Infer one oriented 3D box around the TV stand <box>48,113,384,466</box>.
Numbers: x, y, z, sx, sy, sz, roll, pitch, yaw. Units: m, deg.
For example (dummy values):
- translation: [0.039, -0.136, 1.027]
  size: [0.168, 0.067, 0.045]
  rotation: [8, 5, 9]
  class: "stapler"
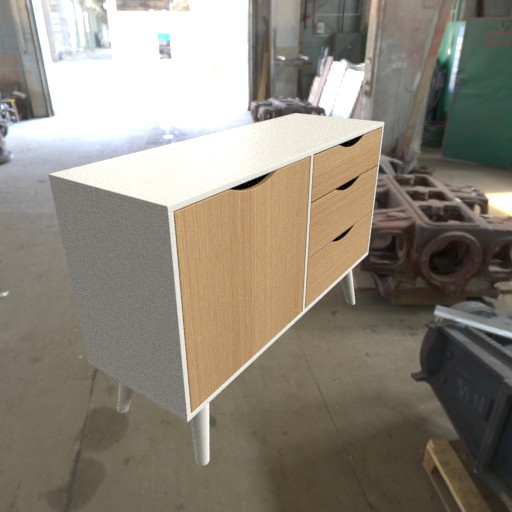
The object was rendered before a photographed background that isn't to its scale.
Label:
- translation: [0.000, 0.000, 1.595]
  size: [0.406, 0.812, 1.193]
  rotation: [17, 31, 31]
  class: "TV stand"
